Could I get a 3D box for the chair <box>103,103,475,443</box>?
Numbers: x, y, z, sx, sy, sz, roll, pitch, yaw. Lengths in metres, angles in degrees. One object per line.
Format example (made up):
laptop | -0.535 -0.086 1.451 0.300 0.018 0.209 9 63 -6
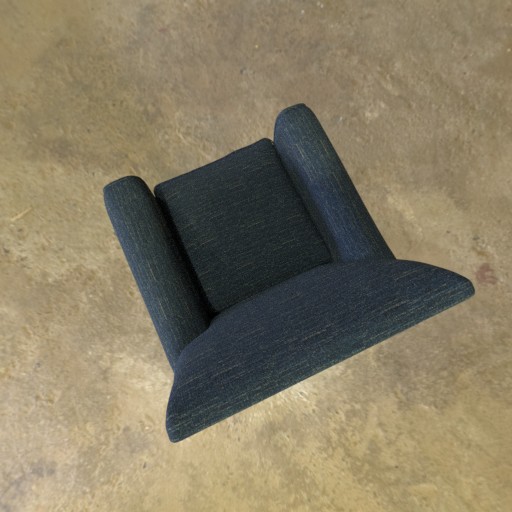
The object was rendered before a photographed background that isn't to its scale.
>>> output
chair | 0.000 0.000 1.632 0.864 0.928 0.873 -25 77 -6
